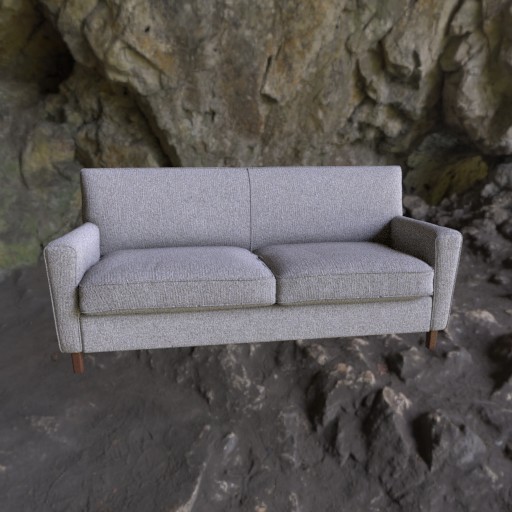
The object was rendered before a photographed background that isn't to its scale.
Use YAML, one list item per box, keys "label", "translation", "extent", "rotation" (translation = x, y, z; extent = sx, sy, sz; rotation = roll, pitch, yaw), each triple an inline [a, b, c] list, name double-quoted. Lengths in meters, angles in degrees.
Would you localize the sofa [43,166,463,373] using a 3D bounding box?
- label: "sofa"
  translation: [0.000, 0.000, 2.494]
  extent: [2.026, 0.942, 0.854]
  rotation: [-2, 15, -8]
